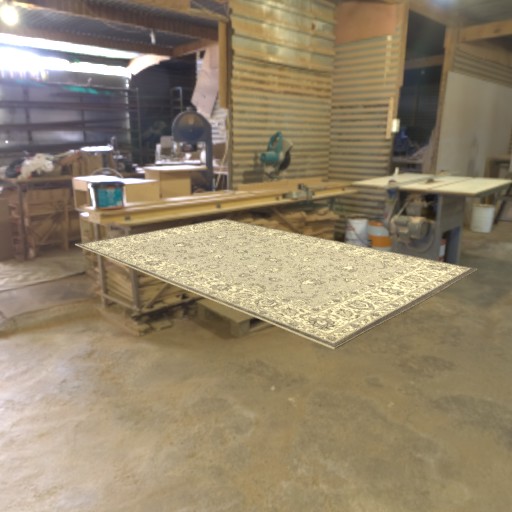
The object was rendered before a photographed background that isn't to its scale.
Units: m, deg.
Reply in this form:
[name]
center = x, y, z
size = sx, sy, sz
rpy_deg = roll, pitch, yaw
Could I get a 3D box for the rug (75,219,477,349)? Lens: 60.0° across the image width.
[rug]
center = 0.000, 0.000, 3.096
size = 1.524, 0.011, 2.438
rpy_deg = -15, 21, -43
